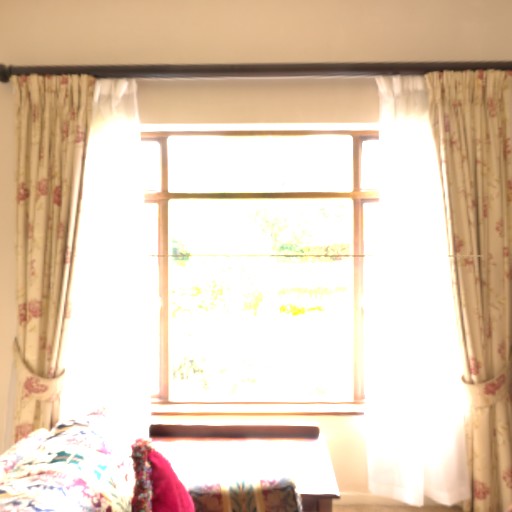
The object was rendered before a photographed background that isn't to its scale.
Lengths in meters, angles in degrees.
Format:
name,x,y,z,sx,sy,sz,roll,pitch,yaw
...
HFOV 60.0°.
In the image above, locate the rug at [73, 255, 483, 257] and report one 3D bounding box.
name,x,y,z,sx,sy,sz,roll,pitch,yaw
rug,0.000,0.000,4.139,2.453,0.010,3.037,0,0,-38
